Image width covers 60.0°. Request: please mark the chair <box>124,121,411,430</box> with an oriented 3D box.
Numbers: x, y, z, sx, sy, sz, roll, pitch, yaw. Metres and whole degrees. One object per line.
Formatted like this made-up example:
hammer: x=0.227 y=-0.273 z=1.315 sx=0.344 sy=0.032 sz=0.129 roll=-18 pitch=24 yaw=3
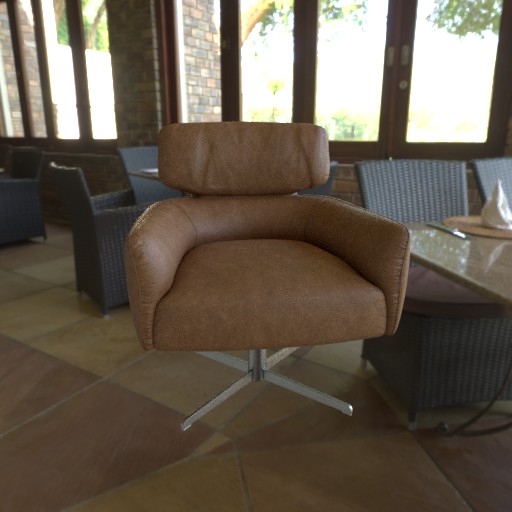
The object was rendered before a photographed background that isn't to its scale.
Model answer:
chair: x=0.000 y=0.000 z=1.371 sx=0.706 sy=0.812 sz=0.715 roll=-2 pitch=16 yaw=-8
